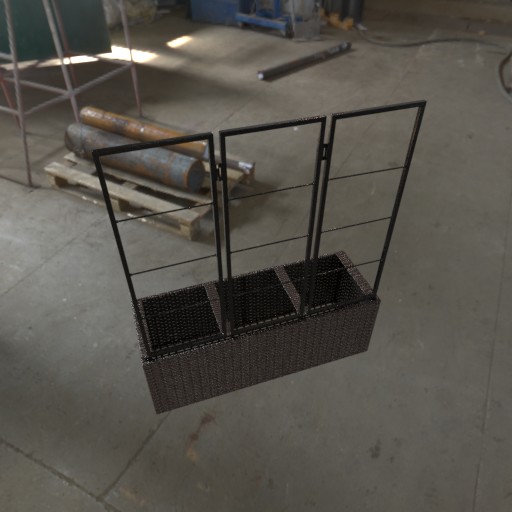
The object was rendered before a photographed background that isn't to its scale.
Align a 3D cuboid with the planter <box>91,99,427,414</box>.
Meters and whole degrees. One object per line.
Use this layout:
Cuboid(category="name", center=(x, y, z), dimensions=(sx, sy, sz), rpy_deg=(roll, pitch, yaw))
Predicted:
Cuboid(category="planter", center=(0.000, 0.000, 1.187), dimensions=(0.699, 0.841, 0.244), rpy_deg=(-13, 43, -14))
